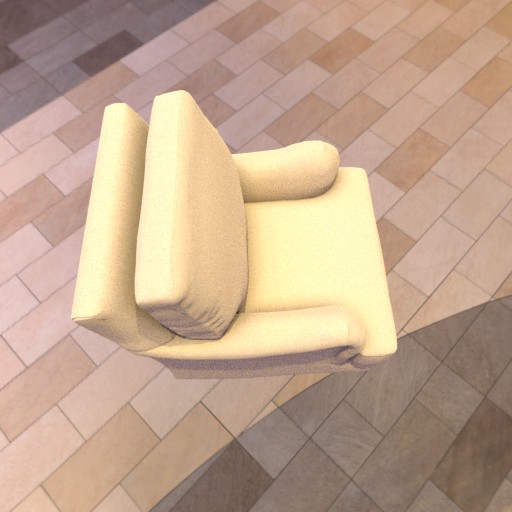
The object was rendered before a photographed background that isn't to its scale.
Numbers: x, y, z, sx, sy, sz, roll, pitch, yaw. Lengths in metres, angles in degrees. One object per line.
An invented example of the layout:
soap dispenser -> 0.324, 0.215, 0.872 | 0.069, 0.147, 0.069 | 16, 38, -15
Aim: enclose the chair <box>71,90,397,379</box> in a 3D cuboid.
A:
chair -> 0.000, 0.000, 1.831 | 1.078, 1.076, 0.895 | -2, 63, -1
